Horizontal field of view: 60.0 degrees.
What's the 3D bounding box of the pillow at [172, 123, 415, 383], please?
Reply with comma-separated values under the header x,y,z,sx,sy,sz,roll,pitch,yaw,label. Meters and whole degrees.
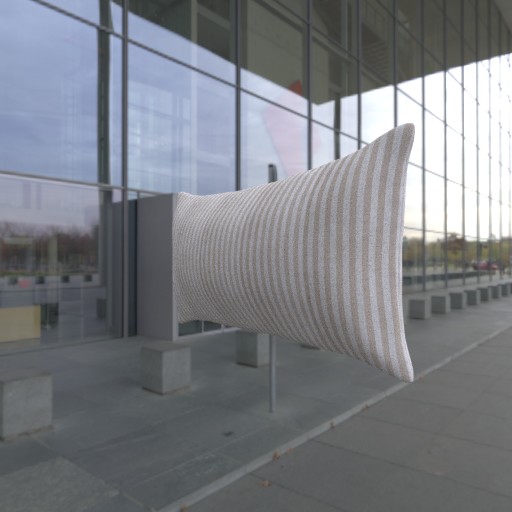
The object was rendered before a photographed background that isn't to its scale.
x,y,z,sx,sy,sz,roll,pitch,yaw,label
0.000,0.000,0.746,0.151,0.295,0.617,0,-1,-35,pillow
